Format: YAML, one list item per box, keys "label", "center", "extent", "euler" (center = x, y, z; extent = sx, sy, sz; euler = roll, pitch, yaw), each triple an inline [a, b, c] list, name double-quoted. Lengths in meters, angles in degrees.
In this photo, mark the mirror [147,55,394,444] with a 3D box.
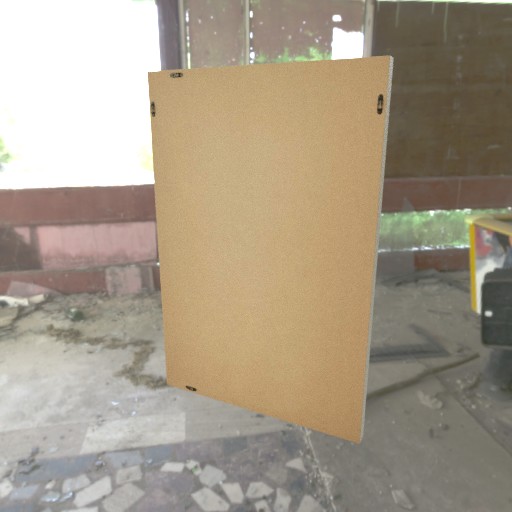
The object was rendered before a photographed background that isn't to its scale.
- label: "mirror"
  center: [0.000, 0.000, 1.149]
  extent: [0.609, 0.914, 0.041]
  euler: [8, 18, 25]
